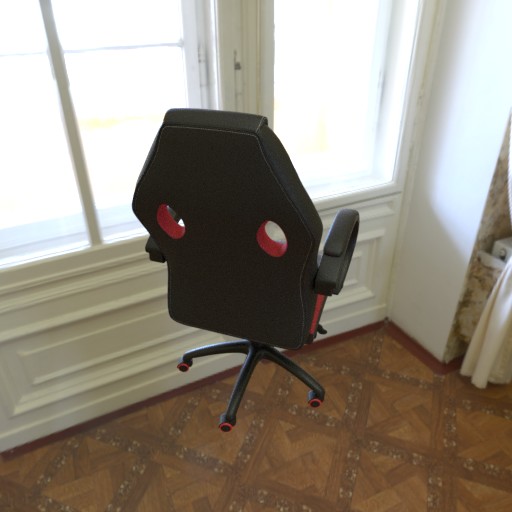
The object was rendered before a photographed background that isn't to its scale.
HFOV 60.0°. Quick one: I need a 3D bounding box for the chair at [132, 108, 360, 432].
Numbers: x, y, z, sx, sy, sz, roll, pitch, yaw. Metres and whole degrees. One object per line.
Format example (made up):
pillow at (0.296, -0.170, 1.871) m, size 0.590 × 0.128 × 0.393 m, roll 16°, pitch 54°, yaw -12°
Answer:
chair at (0.000, 0.000, 1.637) m, size 0.673 × 1.187 × 0.724 m, roll 10°, pitch 33°, yaw 16°
